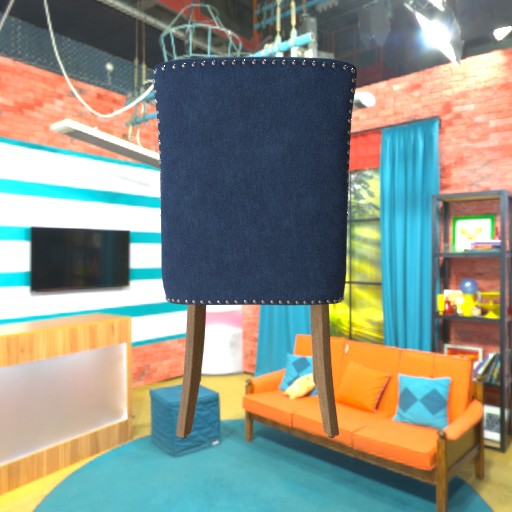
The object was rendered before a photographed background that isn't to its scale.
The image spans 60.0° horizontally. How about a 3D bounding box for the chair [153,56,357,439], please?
[{"bbox_3d":[0.000,0.000,1.275,0.495,0.902,0.610,0,0,1],"label":"chair"}]
